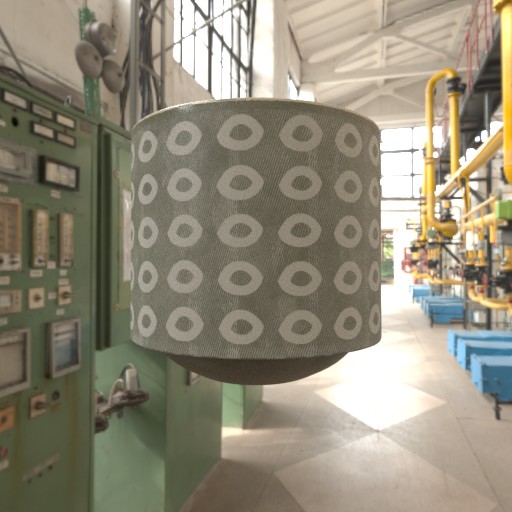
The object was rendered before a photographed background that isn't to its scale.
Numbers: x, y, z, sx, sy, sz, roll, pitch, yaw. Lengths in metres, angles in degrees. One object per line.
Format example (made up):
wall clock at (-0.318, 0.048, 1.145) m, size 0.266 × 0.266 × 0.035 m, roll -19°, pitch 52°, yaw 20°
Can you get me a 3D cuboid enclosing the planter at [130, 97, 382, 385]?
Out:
planter at (0.000, 0.000, 0.349) m, size 0.190 × 0.181 × 0.190 m, roll 0°, pitch -1°, yaw 0°
